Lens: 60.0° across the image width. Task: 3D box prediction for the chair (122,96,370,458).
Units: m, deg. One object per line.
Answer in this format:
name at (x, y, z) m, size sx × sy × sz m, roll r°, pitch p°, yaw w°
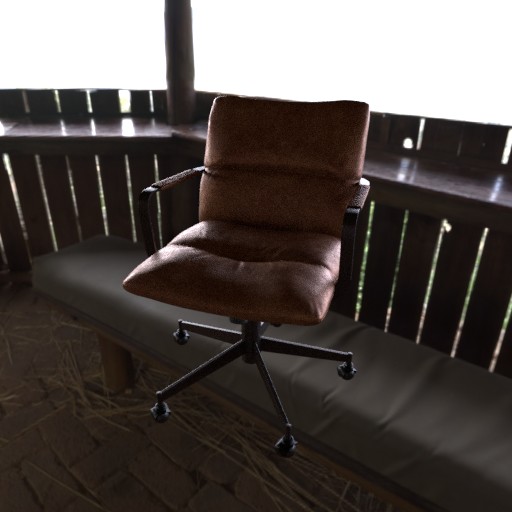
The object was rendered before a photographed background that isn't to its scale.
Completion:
chair at (0.000, 0.000, 1.462) m, size 0.727 × 0.922 × 0.754 m, roll 8°, pitch 27°, yaw 16°
